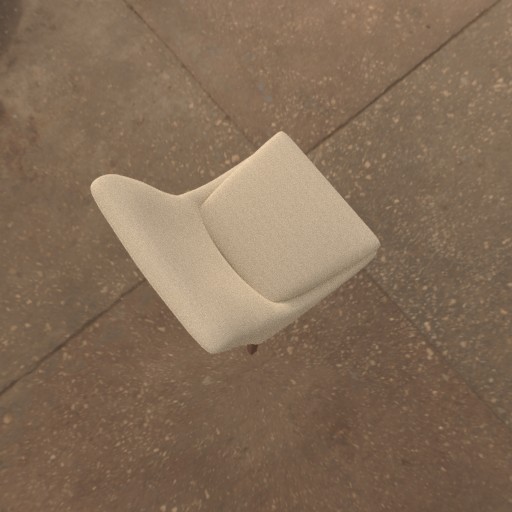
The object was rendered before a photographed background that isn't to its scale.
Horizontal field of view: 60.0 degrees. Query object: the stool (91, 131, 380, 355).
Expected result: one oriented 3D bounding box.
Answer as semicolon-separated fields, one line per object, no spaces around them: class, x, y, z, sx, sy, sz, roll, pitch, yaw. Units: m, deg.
stool;0.000;0.000;1.417;0.559;1.093;0.483;-37;79;-9
